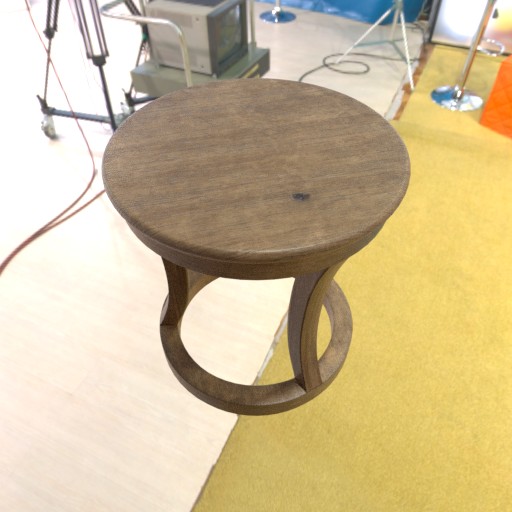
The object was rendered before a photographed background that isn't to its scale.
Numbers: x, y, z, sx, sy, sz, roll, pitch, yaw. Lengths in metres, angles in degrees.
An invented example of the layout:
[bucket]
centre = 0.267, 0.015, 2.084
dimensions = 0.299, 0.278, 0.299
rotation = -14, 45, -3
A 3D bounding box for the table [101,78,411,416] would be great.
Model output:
[table]
centre = 0.000, 0.000, 0.796
dimensions = 0.432, 0.460, 0.432
rotation = 0, 47, 0
